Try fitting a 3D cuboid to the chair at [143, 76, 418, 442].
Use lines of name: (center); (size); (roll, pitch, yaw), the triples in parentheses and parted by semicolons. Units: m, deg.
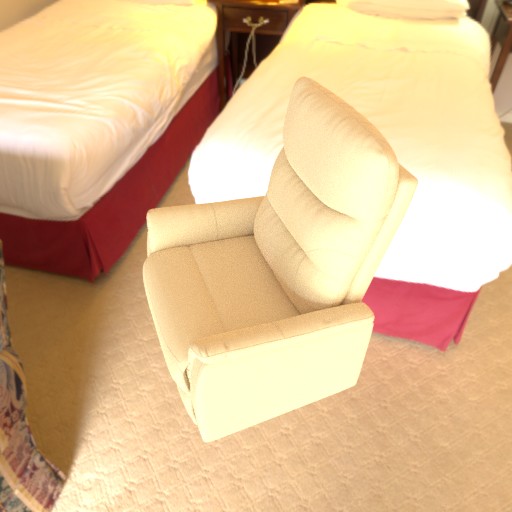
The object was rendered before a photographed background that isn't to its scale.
chair: (0.000, 0.000, 1.654); (0.831, 1.082, 0.775); (-15, 46, -16)
